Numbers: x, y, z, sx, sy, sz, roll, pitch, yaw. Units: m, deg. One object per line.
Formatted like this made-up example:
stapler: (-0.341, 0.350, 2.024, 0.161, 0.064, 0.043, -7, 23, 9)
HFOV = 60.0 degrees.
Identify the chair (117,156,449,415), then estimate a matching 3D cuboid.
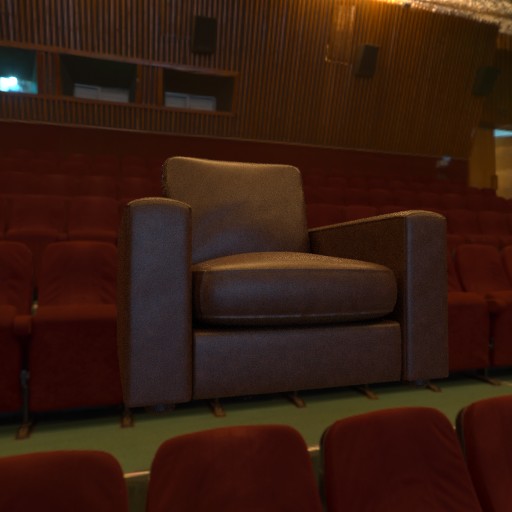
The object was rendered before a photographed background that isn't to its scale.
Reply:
chair: (0.000, 0.000, 1.710, 1.005, 0.873, 1.016, 1, -2, -18)
